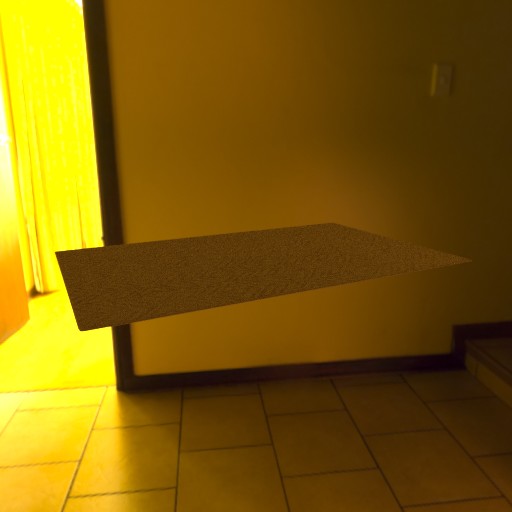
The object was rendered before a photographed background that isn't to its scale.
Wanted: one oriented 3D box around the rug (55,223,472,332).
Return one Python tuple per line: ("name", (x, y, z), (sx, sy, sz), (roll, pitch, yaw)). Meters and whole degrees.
("rug", (0.000, 0.000, 3.036), (2.438, 0.008, 1.523), (-8, 17, -26))
